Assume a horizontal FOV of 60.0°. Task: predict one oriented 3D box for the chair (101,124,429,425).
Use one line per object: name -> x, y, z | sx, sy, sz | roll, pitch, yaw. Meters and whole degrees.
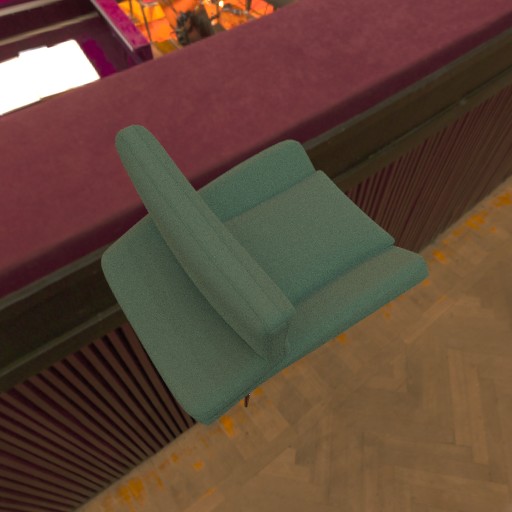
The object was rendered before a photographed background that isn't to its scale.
chair -> 0.000, 0.000, 1.648 | 1.008, 0.855, 0.859 | -30, 61, -18
